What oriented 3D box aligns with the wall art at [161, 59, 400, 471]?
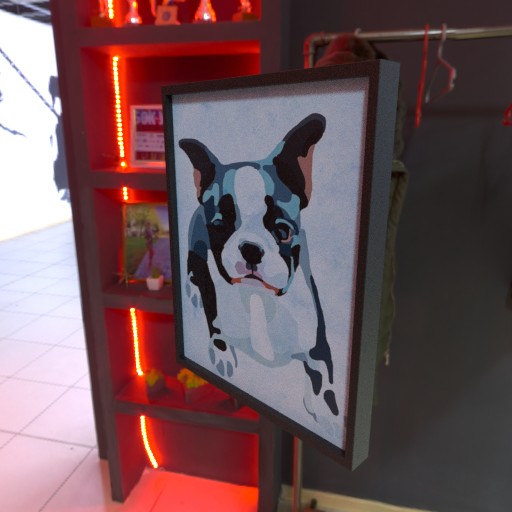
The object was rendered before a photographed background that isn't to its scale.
[{"bbox_3d":[0.000,0.000,0.490,0.030,0.369,0.294,-15,22,-42],"label":"wall art"}]
